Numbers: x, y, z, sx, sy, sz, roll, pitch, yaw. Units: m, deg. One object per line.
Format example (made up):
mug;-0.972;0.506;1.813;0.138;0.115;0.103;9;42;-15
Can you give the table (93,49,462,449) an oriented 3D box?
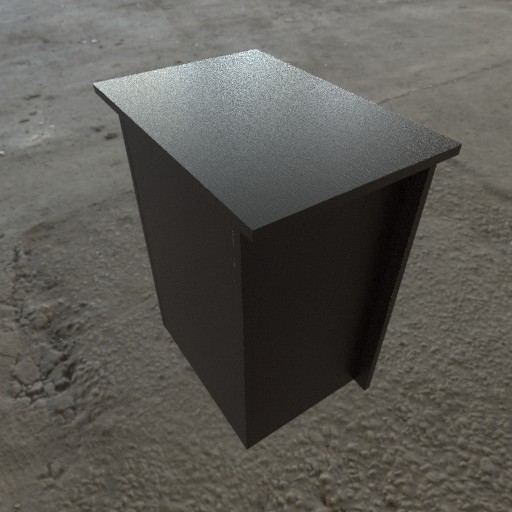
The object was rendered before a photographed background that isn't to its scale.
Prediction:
table;0.000;0.000;1.043;0.408;0.711;0.589;-24;47;-25
